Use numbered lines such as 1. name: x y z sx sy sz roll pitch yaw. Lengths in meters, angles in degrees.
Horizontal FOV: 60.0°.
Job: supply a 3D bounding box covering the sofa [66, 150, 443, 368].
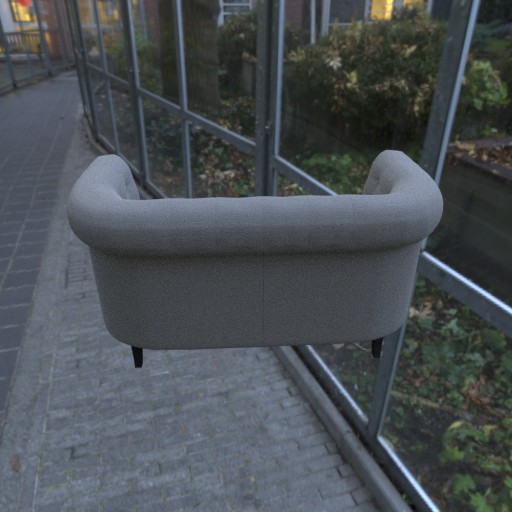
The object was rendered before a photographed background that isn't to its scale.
1. sofa: 0.000 0.000 2.063 1.558 0.827 0.835 -2 29 -3
